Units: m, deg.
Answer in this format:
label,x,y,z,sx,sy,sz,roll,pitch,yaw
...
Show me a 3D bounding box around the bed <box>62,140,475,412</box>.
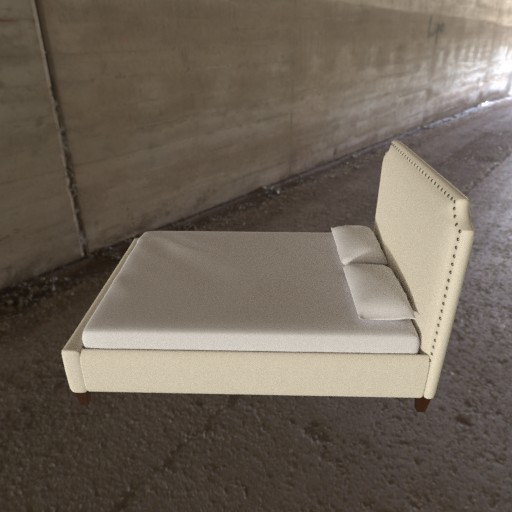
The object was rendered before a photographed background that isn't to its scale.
label,x,y,z,sx,sy,sz,roll,pitch,yaw
bed,0.000,0.000,3.330,2.372,1.443,1.712,1,27,1
